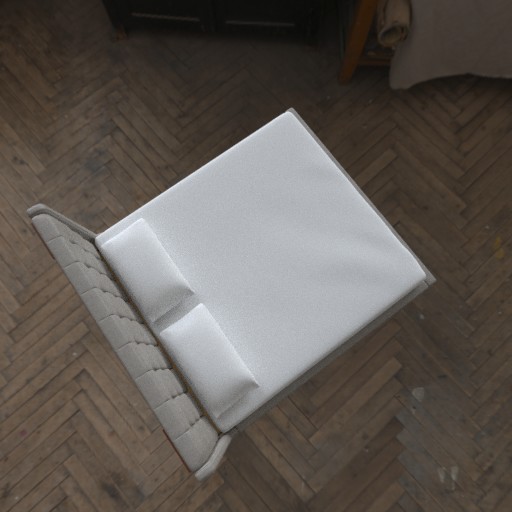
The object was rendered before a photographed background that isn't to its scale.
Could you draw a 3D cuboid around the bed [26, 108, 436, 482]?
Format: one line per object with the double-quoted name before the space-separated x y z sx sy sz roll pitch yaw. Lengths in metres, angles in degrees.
"bed" 0.000 0.000 3.518 2.342 1.289 2.062 -35 79 -8
